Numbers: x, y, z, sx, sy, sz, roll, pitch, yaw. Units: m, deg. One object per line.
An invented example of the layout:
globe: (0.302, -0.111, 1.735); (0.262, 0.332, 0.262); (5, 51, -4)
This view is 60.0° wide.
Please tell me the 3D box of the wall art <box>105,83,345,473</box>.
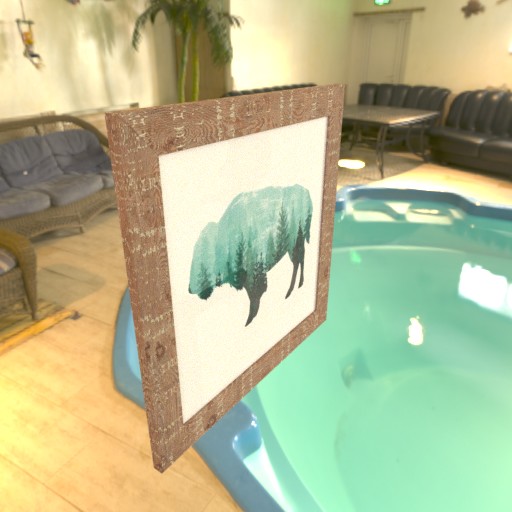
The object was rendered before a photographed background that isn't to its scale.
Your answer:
wall art: (0.000, 0.000, 0.552); (0.022, 0.380, 0.380); (17, 30, 32)
